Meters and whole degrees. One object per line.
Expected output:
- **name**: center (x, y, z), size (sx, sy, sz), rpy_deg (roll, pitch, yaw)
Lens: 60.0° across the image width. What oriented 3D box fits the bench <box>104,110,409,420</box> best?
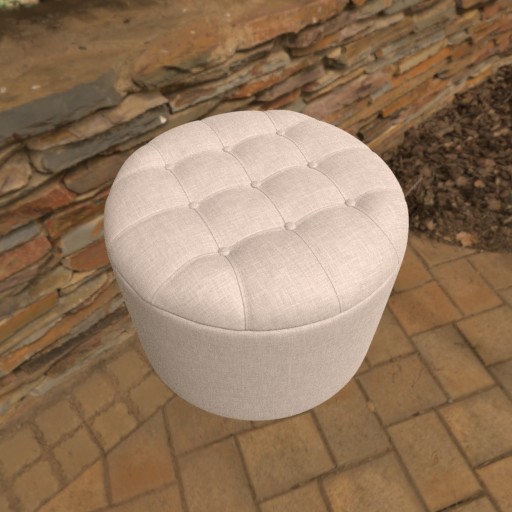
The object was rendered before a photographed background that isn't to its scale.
- **bench**: center (0.000, 0.000, 1.004), size (0.600, 0.453, 0.600), rpy_deg (0, 49, 0)
